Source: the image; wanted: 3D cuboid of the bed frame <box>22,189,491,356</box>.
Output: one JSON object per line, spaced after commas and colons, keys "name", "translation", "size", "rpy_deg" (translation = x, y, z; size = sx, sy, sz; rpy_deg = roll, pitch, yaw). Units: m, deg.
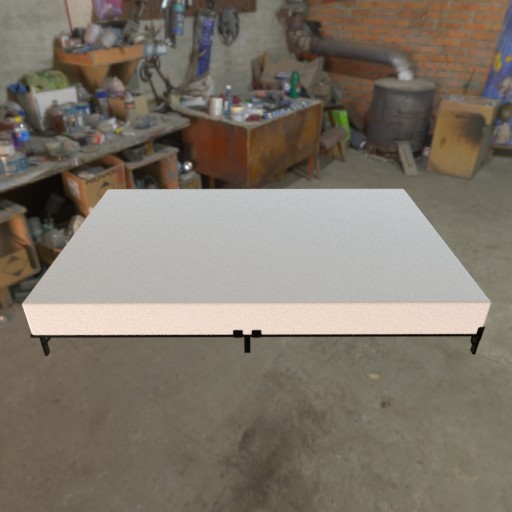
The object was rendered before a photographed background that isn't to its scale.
{"name": "bed frame", "translation": [0.000, 0.000, 3.729], "size": [2.987, 0.440, 1.930], "rpy_deg": [0, 31, 0]}
